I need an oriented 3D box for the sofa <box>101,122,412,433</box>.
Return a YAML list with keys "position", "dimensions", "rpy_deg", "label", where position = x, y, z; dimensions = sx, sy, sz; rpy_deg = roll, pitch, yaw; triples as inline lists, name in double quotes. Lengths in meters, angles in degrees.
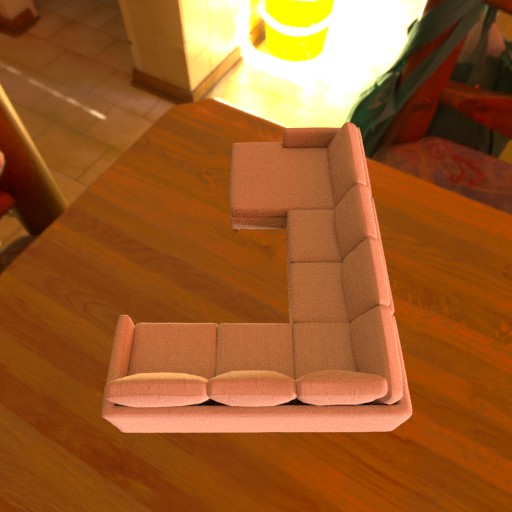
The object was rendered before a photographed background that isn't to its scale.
- position: [0.000, 0.000, 4.746]
  dimensions: [2.594, 0.961, 3.460]
  rpy_deg: [0, 58, 0]
  label: "sofa"
